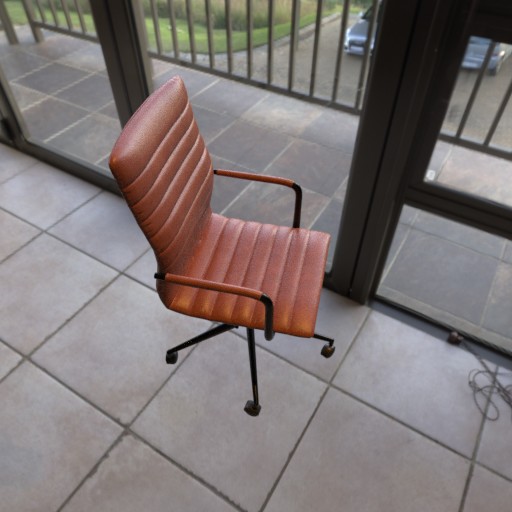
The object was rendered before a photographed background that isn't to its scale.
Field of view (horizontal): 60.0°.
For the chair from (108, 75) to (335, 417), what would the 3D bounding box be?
[{"bbox_3d":[0.000,0.000,1.315,0.578,0.878,0.600,10,48,9],"label":"chair"}]
